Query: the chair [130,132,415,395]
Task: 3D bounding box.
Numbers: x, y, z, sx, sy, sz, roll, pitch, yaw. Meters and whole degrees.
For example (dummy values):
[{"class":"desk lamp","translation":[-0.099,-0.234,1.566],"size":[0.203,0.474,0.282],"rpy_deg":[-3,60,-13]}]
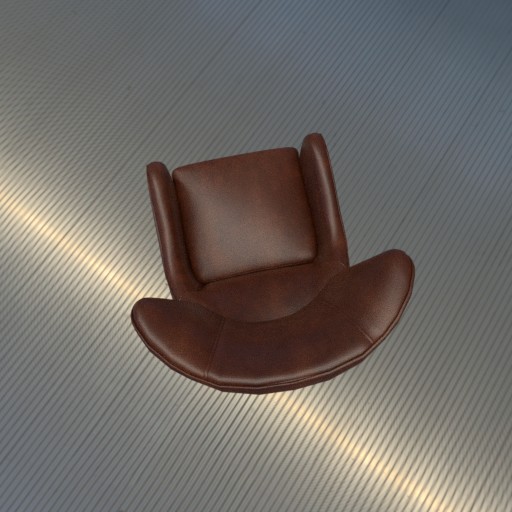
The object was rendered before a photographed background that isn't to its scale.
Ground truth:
[{"class":"chair","translation":[0.000,0.000,1.600],"size":[0.692,1.048,0.914],"rpy_deg":[-11,75,-3]}]
